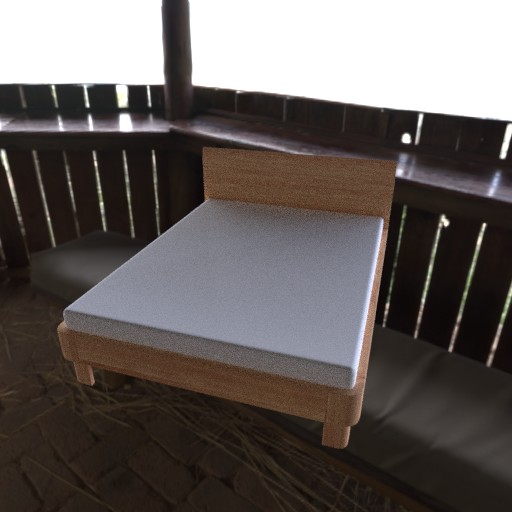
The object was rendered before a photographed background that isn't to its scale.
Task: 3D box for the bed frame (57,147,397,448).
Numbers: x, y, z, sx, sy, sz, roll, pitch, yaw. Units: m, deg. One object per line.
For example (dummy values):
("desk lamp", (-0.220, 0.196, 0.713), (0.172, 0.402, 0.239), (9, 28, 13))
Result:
("bed frame", (0.000, 0.000, 3.028), (1.660, 0.940, 2.092), (8, 27, 16))
